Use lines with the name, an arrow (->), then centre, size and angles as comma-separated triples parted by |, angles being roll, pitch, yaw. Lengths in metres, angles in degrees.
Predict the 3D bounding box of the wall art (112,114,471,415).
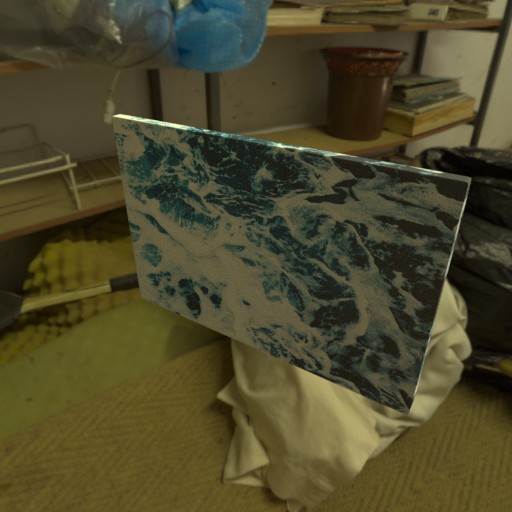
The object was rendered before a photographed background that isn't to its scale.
wall art -> 0.000, 0.000, 1.936 | 1.524, 1.017, 0.055 | 18, 35, 28
